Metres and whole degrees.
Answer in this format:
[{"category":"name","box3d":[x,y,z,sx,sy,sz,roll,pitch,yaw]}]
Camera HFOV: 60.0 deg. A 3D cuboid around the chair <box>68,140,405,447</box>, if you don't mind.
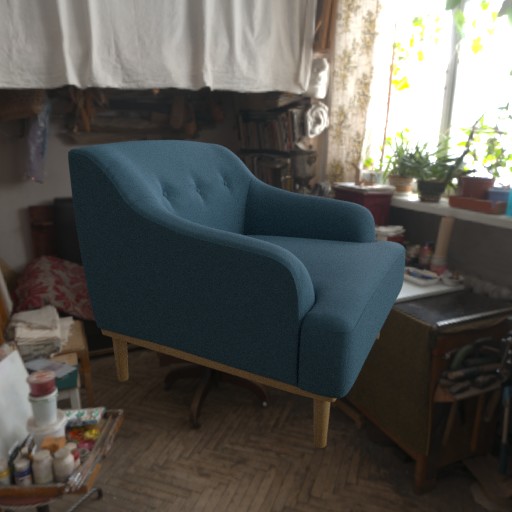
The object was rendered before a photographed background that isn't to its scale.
[{"category":"chair","box3d":[0.000,0.000,1.628,0.951,0.818,0.946,7,17,25]}]
